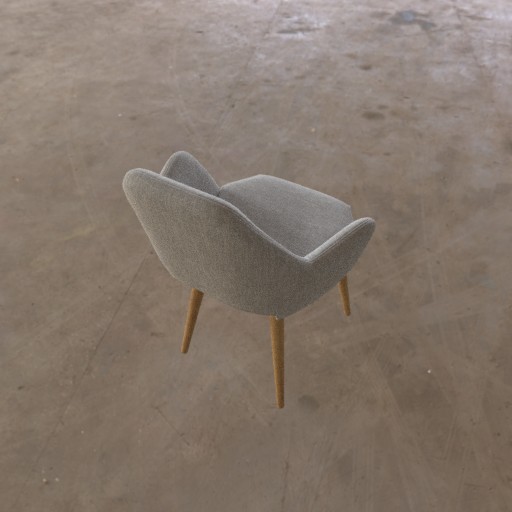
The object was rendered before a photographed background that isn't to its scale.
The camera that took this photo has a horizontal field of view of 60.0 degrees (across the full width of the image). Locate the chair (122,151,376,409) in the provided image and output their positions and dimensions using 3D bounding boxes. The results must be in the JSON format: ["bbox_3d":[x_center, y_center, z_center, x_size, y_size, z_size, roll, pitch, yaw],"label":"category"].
[{"bbox_3d":[0.000,0.000,1.260,0.590,0.840,0.610,24,50,22],"label":"chair"}]
